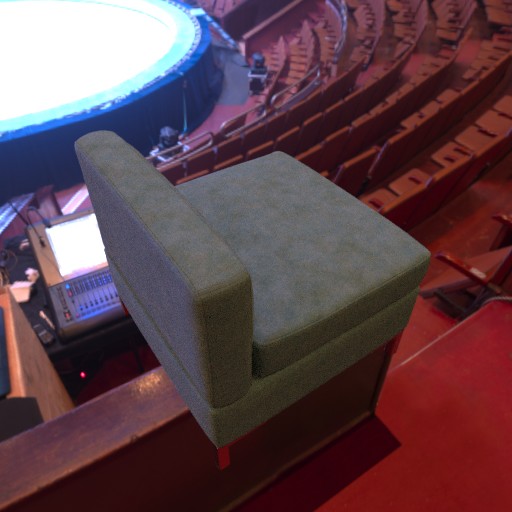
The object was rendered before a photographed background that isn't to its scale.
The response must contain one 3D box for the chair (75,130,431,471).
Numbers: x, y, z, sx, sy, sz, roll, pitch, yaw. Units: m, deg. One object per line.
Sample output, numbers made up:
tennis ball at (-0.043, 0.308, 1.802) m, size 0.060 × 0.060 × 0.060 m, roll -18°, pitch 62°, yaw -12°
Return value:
chair at (0.000, 0.000, 1.246) m, size 0.685 × 0.660 × 0.684 m, roll -25°, pitch 47°, yaw -25°
